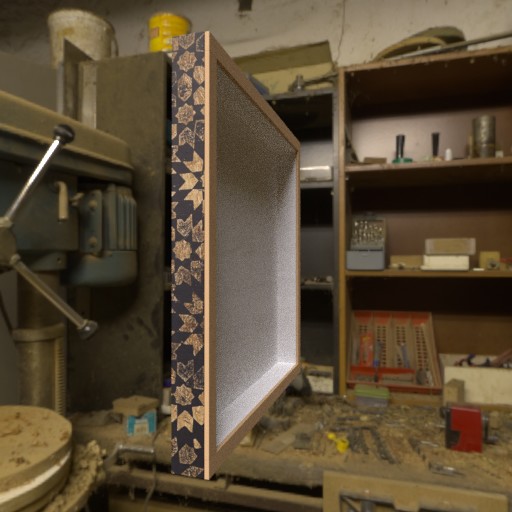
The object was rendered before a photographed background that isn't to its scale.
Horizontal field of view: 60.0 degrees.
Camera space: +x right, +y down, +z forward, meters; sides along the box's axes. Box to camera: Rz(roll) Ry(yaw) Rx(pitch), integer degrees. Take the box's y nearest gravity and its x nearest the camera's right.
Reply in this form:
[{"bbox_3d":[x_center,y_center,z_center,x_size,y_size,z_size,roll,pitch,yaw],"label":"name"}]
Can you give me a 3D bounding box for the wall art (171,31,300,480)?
[{"bbox_3d":[0.000,0.000,0.598,0.038,0.405,0.405,0,0,17],"label":"wall art"}]
